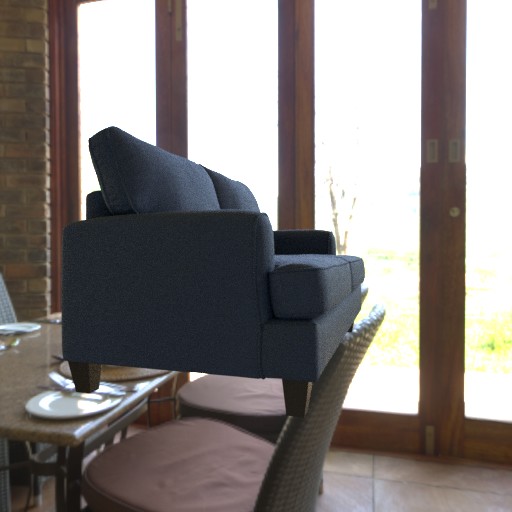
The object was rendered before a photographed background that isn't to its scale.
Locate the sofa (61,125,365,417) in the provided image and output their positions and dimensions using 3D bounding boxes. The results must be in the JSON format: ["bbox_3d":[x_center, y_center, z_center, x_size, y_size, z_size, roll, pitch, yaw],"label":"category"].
[{"bbox_3d":[0.000,0.000,2.191,0.965,0.965,1.651,0,1,18],"label":"sofa"}]
